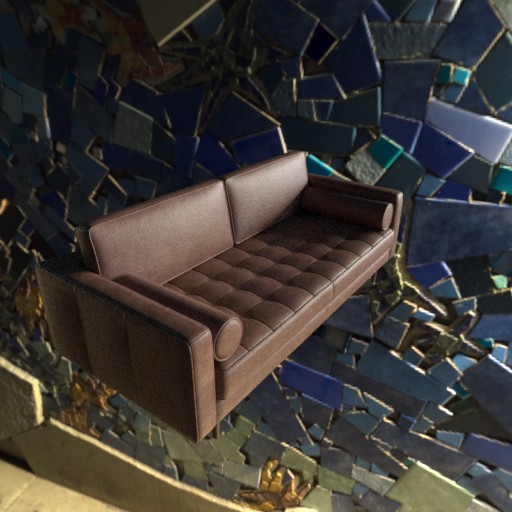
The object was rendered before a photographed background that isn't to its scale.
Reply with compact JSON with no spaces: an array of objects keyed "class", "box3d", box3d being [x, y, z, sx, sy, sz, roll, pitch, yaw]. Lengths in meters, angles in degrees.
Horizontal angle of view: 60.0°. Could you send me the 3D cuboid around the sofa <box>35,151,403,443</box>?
[{"class":"sofa","box3d":[0.000,0.000,2.312,0.910,0.760,1.870,18,31,32]}]
